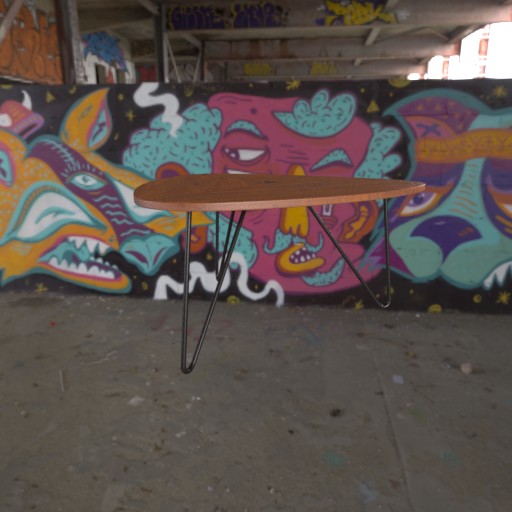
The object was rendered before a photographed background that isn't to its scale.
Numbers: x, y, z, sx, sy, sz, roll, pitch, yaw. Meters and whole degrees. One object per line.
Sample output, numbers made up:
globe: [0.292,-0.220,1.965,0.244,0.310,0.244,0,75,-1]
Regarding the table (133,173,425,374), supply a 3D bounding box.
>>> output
table: [0.000,0.000,1.290,0.833,0.413,0.821,7,16,26]
